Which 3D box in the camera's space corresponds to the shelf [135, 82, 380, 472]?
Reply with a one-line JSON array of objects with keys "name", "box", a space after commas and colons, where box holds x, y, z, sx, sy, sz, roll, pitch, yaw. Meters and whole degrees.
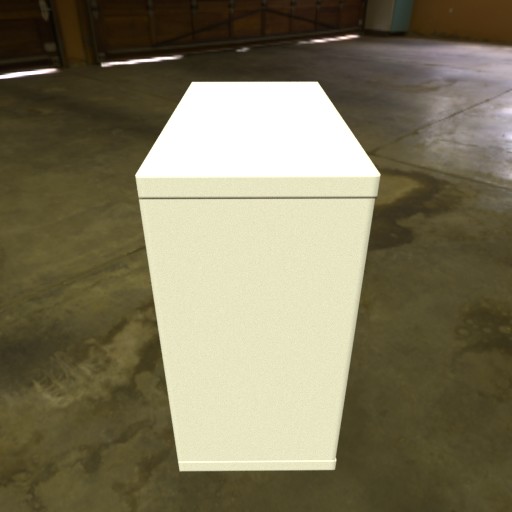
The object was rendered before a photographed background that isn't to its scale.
[{"name": "shelf", "box": [0.000, 0.000, 1.247, 0.390, 0.786, 0.790, 0, 31, 0]}]
